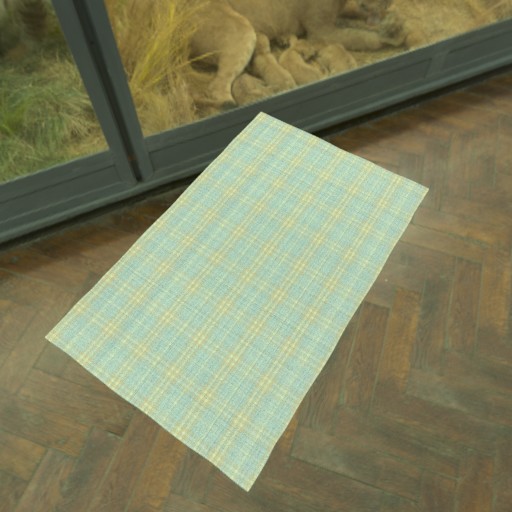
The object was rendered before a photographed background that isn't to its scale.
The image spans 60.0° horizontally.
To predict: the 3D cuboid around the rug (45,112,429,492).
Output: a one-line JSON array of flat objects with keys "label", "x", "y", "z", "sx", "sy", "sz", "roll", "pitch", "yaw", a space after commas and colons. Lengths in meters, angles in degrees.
[{"label": "rug", "x": 0.000, "y": 0.000, "z": 3.067, "sx": 1.545, "sy": 0.016, "sz": 2.460, "roll": 30, "pitch": 64, "yaw": 17}]
